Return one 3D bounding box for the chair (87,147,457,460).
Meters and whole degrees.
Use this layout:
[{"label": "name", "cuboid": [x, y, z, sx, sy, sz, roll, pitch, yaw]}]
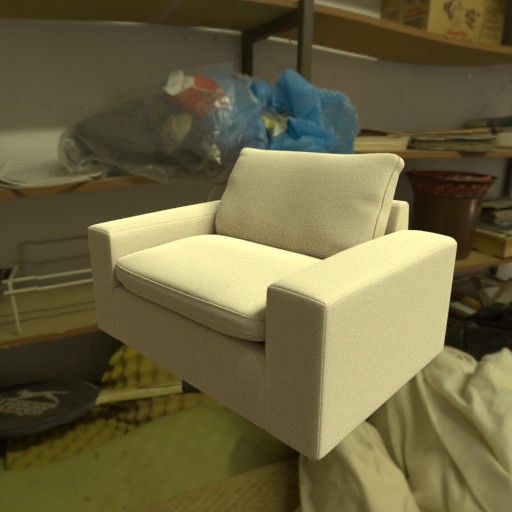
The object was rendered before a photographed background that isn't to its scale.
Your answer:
[{"label": "chair", "cuboid": [0.000, 0.000, 2.020, 1.398, 0.915, 1.039, 15, 22, 41]}]
